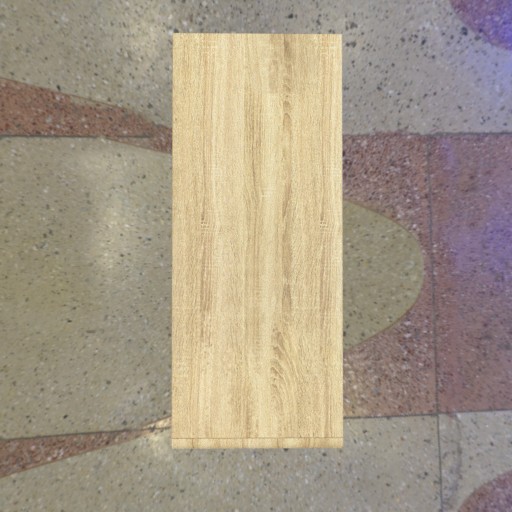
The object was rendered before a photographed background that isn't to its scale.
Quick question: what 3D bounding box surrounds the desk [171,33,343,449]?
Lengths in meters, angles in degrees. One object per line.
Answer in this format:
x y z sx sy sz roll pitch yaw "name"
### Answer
0.000 0.000 1.669 0.500 0.750 1.300 0 89 -1 "desk"
